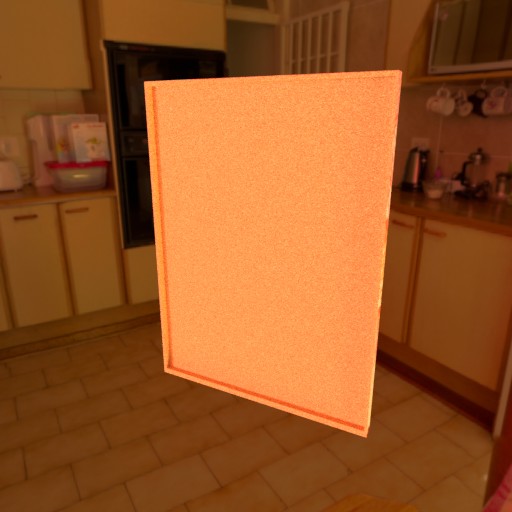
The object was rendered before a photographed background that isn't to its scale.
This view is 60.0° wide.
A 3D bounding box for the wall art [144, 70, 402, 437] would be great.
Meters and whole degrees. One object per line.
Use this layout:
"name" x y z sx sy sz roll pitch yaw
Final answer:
"wall art" 0.000 0.000 1.351 0.762 1.015 0.031 9 20 27
